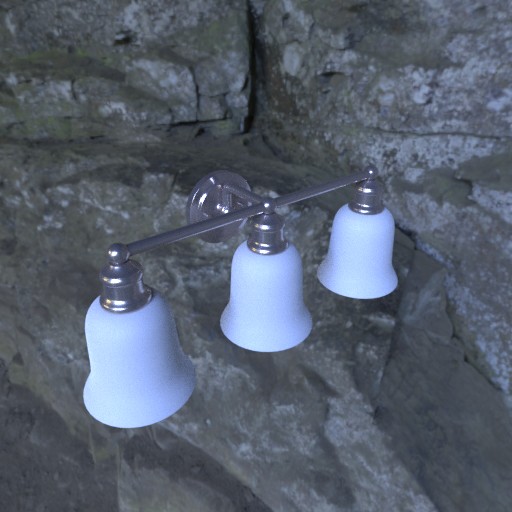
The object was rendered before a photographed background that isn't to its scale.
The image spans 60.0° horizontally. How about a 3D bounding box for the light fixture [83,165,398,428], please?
[{"bbox_3d":[0.000,0.000,0.664,0.570,0.211,0.198,-21,36,-32],"label":"light fixture"}]
